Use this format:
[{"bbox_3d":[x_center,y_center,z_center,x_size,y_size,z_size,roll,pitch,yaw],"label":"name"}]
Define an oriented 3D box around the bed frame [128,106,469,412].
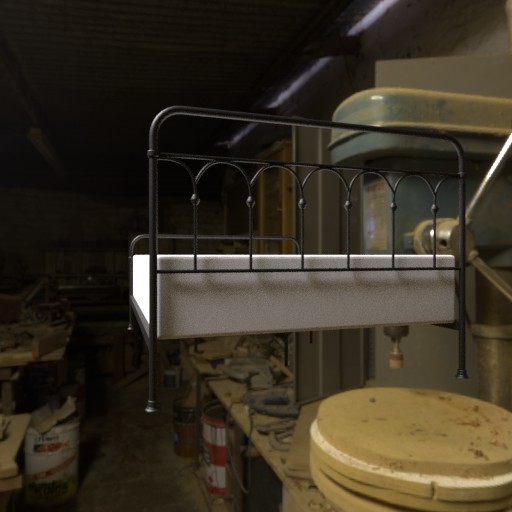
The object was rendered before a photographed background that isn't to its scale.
[{"bbox_3d":[0.000,0.000,3.108,1.664,1.276,2.203,0,0,-18],"label":"bed frame"}]
